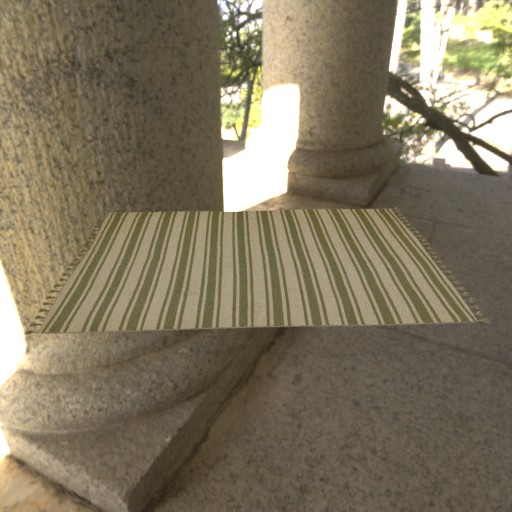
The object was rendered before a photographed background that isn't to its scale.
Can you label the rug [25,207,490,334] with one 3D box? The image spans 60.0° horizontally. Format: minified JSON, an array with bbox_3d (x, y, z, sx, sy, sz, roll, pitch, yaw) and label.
[{"bbox_3d":[0.000,0.000,2.260,1.875,0.013,1.162,-1,30,-2],"label":"rug"}]
